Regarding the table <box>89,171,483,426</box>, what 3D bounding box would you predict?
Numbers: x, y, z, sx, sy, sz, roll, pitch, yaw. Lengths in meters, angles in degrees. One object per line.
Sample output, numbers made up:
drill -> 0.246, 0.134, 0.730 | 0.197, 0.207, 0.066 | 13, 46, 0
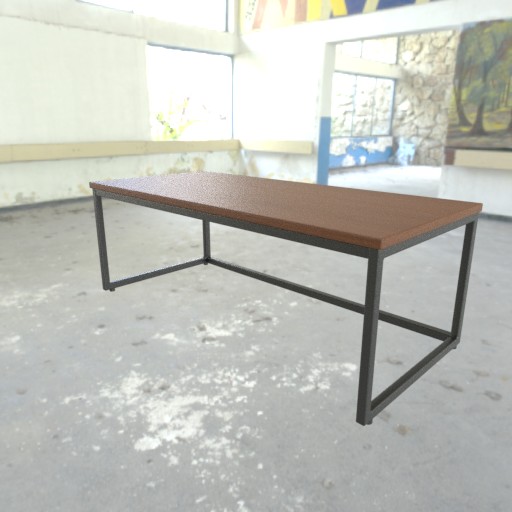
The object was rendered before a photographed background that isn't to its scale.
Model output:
table -> 0.000, 0.000, 1.362 | 1.100, 0.400, 0.500 | 16, 23, 42
